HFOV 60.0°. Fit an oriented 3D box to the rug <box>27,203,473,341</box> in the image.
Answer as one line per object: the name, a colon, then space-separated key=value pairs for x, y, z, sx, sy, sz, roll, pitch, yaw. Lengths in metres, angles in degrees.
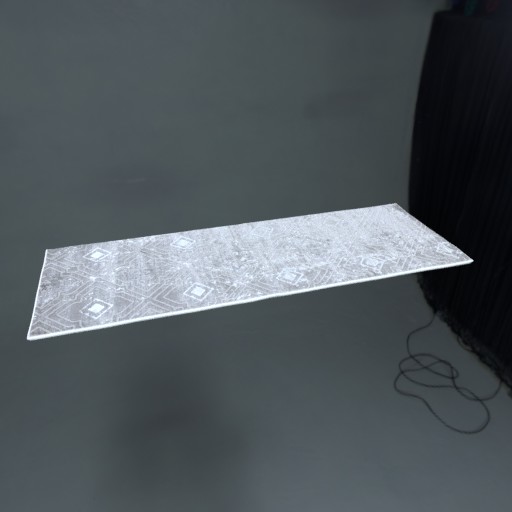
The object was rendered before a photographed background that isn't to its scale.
rug: x=0.000 y=0.000 z=2.610 sx=2.381 sy=0.035 sz=0.832 roll=-9 pitch=32 yaw=-14
